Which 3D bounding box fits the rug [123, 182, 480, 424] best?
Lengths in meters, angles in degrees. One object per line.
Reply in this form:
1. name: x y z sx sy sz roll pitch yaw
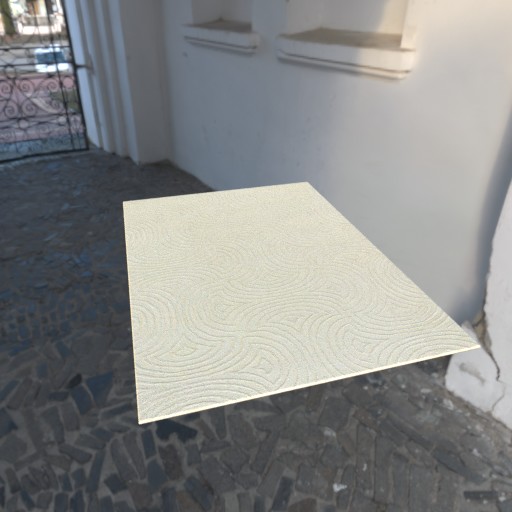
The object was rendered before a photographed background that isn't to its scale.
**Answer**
1. rug: 0.000 0.000 2.725 1.526 0.015 2.132 -8 32 -14
